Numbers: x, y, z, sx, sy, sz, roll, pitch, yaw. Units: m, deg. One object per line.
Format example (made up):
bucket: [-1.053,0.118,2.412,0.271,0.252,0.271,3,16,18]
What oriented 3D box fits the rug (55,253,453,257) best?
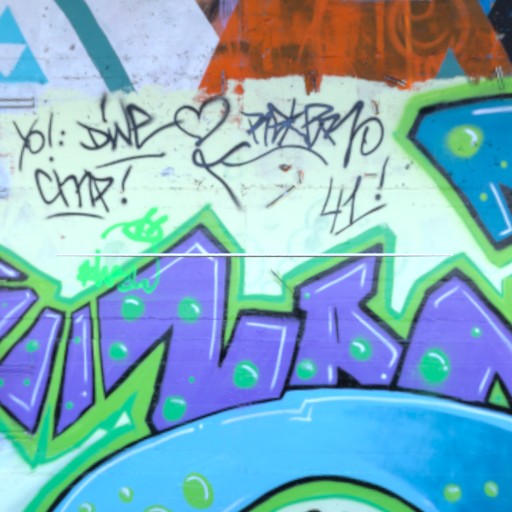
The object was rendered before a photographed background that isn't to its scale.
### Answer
rug: [0.000,0.000,4.075,2.353,0.014,2.945,0,0,1]
